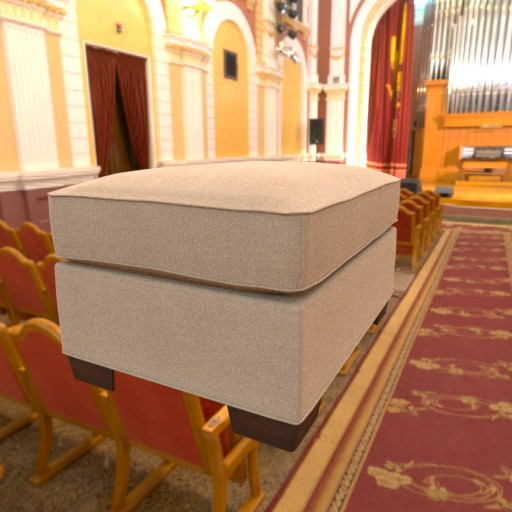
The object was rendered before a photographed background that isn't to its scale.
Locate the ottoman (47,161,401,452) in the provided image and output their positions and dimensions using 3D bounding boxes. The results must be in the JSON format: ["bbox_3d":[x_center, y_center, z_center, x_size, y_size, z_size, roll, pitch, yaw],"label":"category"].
[{"bbox_3d":[0.000,0.000,1.229,0.617,0.503,0.846,7,16,27],"label":"ottoman"}]
